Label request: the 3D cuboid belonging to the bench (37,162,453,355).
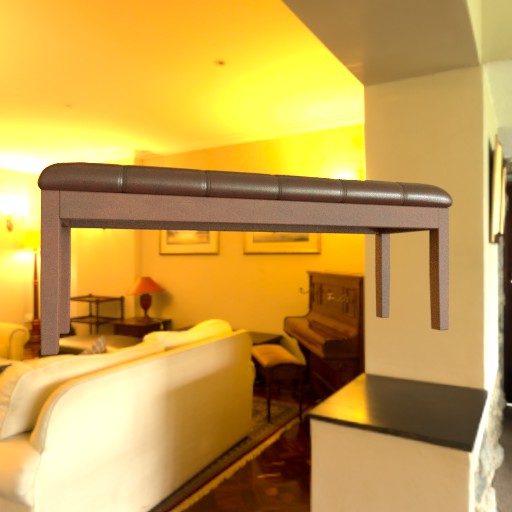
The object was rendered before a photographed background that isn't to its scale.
[{"bbox_3d":[0.000,0.000,1.451,1.259,0.491,0.401,0,0,-19],"label":"bench"}]
